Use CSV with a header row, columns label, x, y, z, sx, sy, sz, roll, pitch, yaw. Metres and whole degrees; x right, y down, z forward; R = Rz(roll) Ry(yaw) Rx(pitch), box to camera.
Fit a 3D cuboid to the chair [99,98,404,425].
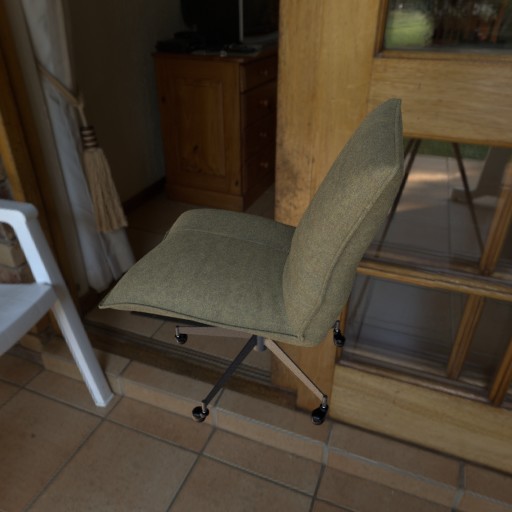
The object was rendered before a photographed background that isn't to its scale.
label,x,y,z,sx,sy,sz,roll,pitch,yaw
chair,0.000,0.000,1.265,0.696,0.811,0.597,8,32,14
